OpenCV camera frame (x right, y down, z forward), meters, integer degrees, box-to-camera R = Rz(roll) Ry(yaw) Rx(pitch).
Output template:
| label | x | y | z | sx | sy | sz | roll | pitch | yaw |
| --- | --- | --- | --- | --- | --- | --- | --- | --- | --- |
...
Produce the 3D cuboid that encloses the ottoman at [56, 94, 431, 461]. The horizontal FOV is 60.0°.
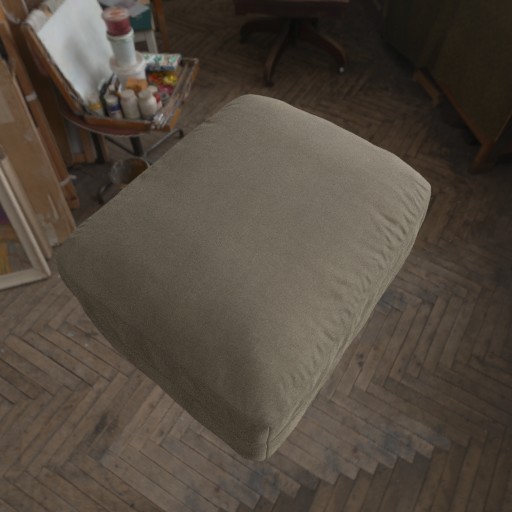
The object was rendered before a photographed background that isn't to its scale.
| label | x | y | z | sx | sy | sz | roll | pitch | yaw |
| --- | --- | --- | --- | --- | --- | --- | --- | --- | --- |
| ottoman | 0.000 | 0.000 | 1.063 | 0.584 | 0.480 | 0.712 | 32 | 63 | 19 |
